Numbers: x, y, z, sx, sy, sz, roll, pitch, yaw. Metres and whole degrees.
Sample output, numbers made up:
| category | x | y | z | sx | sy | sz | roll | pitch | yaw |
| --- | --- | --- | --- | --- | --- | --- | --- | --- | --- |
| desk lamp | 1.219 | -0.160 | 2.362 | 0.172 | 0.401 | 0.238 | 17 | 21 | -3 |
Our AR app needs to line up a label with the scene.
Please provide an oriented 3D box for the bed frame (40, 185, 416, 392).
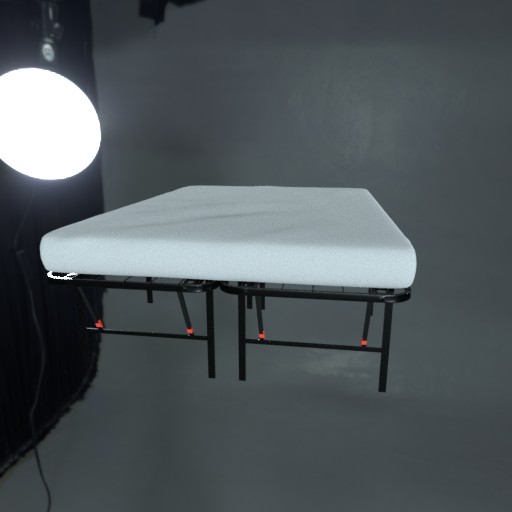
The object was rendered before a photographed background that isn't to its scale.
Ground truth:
| category | x | y | z | sx | sy | sz | roll | pitch | yaw |
| --- | --- | --- | --- | --- | --- | --- | --- | --- | --- |
| bed frame | 0.000 | 0.000 | 2.501 | 1.372 | 0.637 | 1.905 | 2 | 15 | 9 |
